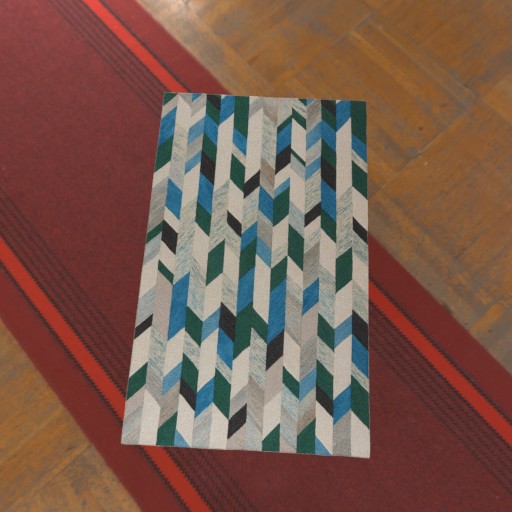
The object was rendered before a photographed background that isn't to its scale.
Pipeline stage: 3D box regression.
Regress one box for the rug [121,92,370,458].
[{"bbox_3d":[0.000,0.000,2.970,1.507,0.007,2.433,3,76,1],"label":"rug"}]
